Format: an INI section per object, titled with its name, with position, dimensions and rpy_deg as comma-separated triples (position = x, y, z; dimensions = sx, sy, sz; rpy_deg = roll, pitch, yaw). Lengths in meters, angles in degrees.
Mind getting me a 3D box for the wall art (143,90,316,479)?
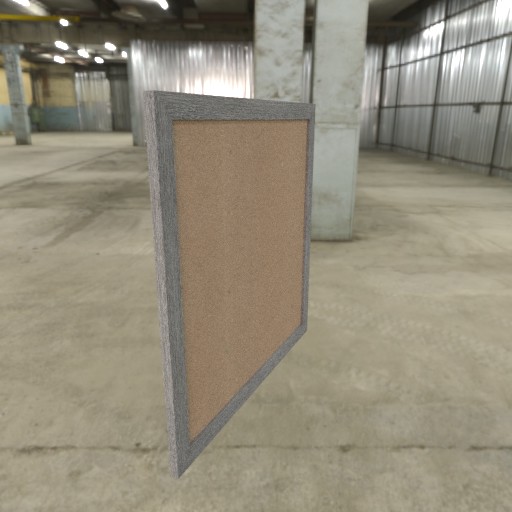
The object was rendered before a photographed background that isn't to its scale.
[wall art]
position = 0.000, 0.000, 1.027
dimensions = 0.020, 0.685, 0.685
rpy_deg = 8, 19, 26
